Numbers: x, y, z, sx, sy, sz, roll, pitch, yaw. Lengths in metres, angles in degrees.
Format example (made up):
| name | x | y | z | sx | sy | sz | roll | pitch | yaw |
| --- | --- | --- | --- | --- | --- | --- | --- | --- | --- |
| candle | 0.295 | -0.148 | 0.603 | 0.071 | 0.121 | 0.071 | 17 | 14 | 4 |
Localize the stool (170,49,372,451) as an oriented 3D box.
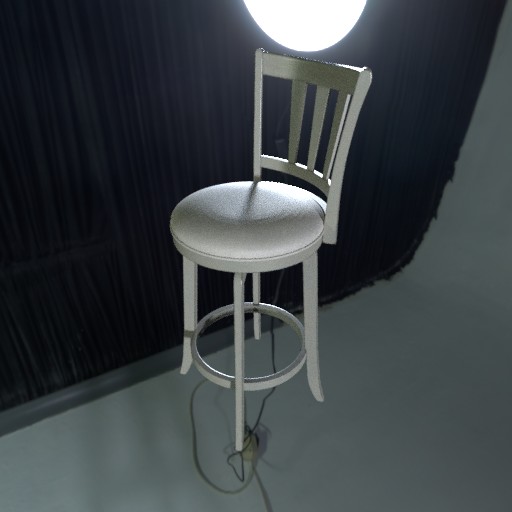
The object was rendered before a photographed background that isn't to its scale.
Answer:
| name | x | y | z | sx | sy | sz | roll | pitch | yaw |
| --- | --- | --- | --- | --- | --- | --- | --- | --- | --- |
| stool | 0.000 | 0.000 | 1.290 | 0.475 | 1.042 | 0.436 | -20 | 37 | -29 |
